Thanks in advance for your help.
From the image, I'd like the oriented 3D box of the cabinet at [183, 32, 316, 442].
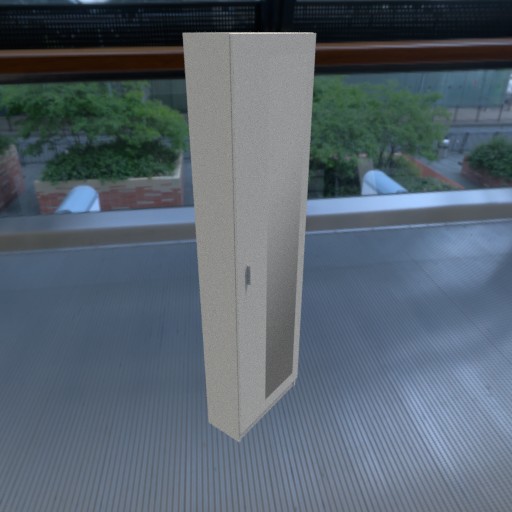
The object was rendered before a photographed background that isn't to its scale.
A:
[{"bbox_3d":[0.000,0.000,1.991,0.230,1.790,0.500,19,33,33],"label":"cabinet"}]
